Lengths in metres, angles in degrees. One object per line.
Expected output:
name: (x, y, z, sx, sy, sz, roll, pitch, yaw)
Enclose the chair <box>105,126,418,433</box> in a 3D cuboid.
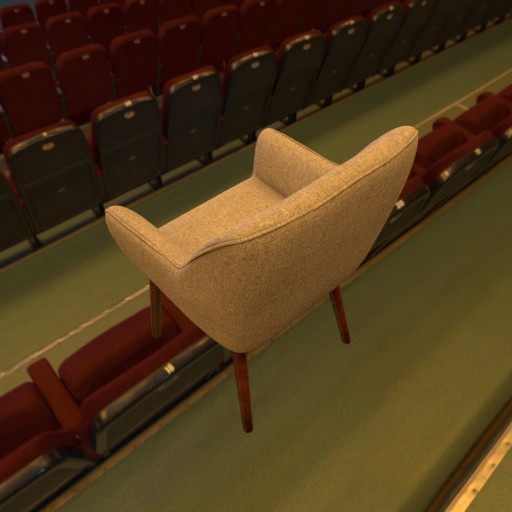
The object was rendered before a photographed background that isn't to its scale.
chair: (0.000, 0.000, 1.159, 0.543, 0.803, 0.519, -34, 56, -27)
